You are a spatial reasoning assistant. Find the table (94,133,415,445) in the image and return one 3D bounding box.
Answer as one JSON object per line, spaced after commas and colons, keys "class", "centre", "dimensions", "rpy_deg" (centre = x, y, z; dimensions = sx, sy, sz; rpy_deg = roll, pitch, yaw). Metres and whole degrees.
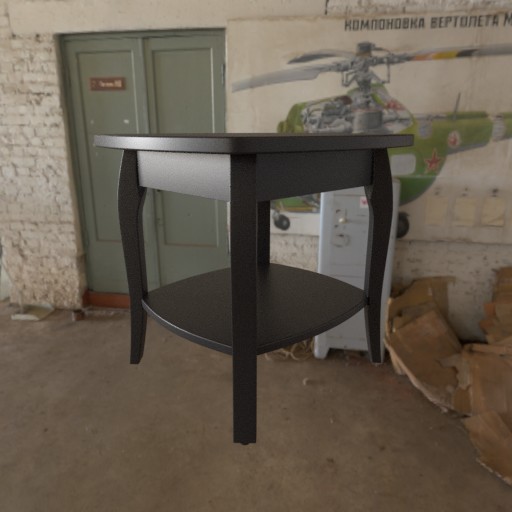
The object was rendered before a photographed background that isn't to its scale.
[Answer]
{"class": "table", "centre": [0.000, 0.000, 0.862], "dimensions": [0.508, 0.457, 0.457], "rpy_deg": [-15, 21, -41]}
